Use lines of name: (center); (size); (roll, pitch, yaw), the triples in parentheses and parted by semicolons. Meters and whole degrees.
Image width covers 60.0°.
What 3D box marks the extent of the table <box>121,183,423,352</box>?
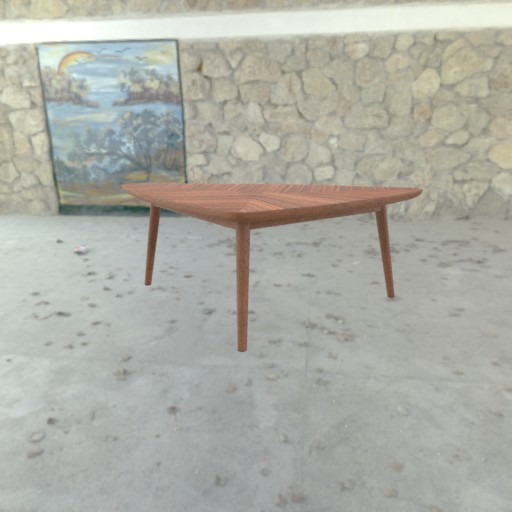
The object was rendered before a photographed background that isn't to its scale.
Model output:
table: (0.000, 0.000, 1.318); (1.008, 0.365, 0.601); (2, 15, 8)
